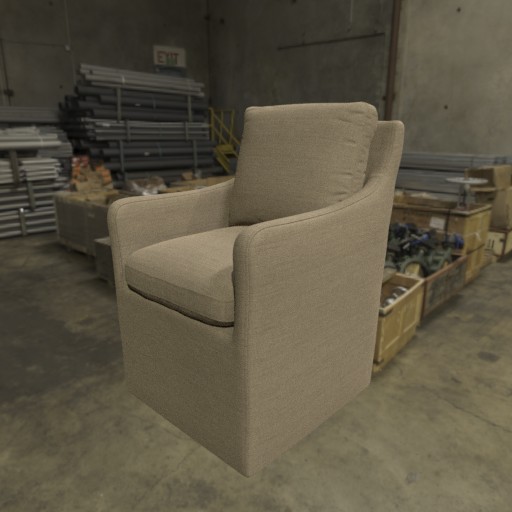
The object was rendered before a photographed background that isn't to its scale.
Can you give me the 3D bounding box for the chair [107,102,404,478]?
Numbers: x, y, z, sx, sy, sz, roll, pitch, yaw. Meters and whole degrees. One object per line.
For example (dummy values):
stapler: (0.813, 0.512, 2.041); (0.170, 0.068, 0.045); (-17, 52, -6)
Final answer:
chair: (0.000, 0.000, 1.382); (0.626, 0.914, 0.694); (15, 22, 41)
